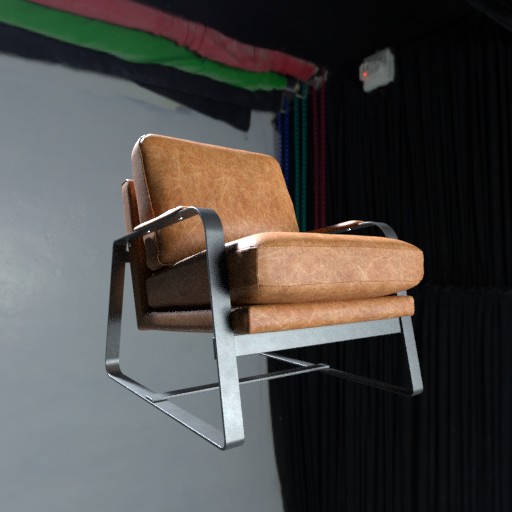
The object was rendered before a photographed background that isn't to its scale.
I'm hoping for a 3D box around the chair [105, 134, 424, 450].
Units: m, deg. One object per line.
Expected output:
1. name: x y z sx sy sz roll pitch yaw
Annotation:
1. chair: 0.000 0.000 1.330 0.651 0.777 0.801 1 -1 -36
